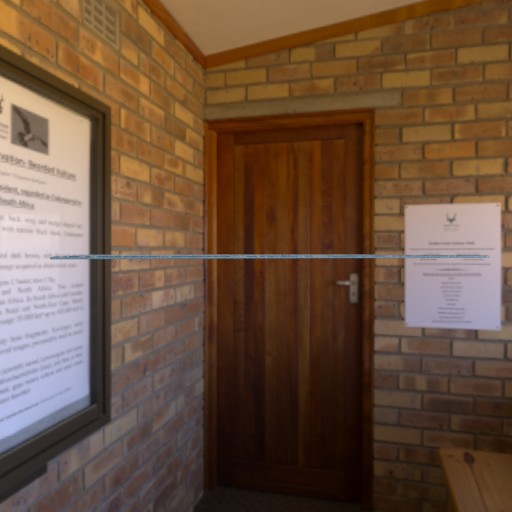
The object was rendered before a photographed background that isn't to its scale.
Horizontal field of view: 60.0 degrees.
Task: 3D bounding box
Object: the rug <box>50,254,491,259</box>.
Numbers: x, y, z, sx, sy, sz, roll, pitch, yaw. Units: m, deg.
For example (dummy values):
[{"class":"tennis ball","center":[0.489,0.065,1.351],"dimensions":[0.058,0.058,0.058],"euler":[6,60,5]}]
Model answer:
[{"class":"rug","center":[0.000,0.000,2.830],"dimensions":[2.205,0.012,1.554],"euler":[0,0,-18]}]
